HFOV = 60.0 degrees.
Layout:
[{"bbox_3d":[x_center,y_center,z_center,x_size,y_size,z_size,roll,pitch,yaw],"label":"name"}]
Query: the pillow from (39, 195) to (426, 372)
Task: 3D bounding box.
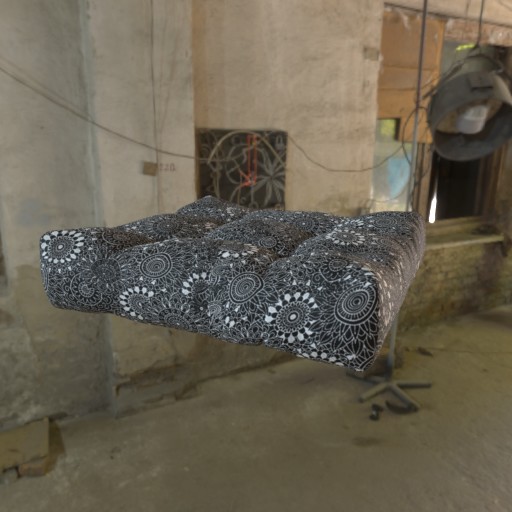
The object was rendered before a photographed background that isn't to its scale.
[{"bbox_3d":[0.000,0.000,0.729,0.490,0.128,0.468,7,17,25],"label":"pillow"}]
